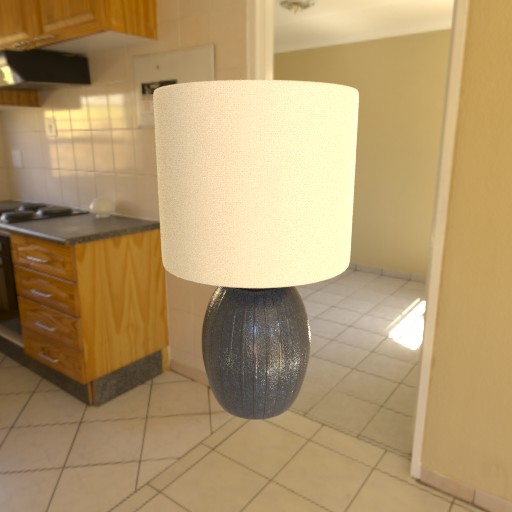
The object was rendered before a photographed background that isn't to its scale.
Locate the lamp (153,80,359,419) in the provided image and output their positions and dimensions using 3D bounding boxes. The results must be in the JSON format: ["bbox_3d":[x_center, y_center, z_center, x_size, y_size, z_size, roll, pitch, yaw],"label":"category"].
[{"bbox_3d":[0.000,0.000,0.792,0.329,0.570,0.329,7,16,26],"label":"lamp"}]
